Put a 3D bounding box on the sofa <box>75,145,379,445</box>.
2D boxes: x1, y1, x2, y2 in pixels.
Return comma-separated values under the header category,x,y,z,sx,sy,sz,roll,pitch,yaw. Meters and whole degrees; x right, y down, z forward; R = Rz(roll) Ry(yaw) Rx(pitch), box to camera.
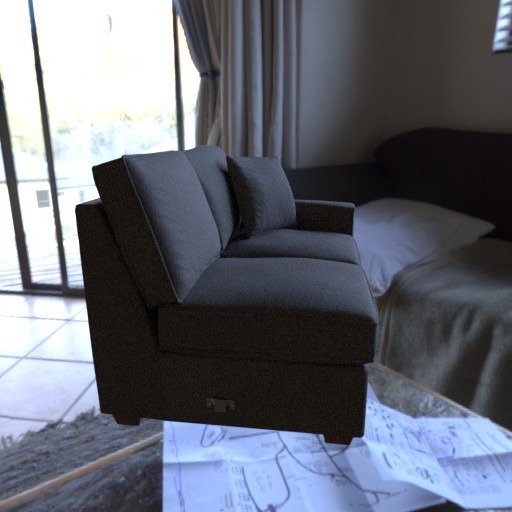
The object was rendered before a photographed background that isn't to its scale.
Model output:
category,x,y,z,sx,sy,sz,roll,pitch,yaw
sofa,0.000,0.000,2.070,0.991,0.989,1.388,2,16,8
